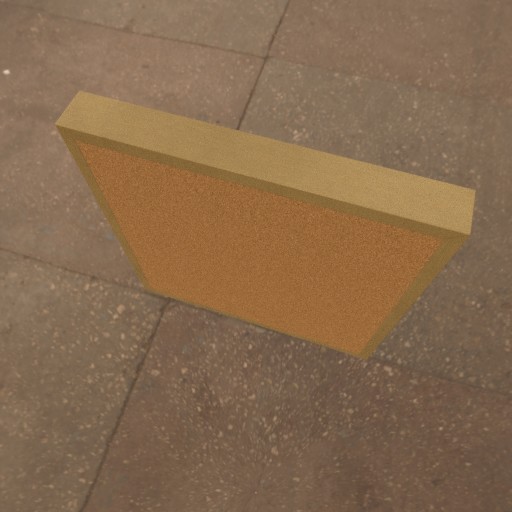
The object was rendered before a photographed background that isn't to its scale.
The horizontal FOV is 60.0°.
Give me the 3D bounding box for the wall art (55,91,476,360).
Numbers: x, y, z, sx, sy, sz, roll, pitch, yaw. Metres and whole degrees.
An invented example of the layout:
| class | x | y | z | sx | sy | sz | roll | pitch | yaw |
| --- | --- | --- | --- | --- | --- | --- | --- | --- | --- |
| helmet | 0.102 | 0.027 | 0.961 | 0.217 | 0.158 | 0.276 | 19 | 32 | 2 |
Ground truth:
| class | x | y | z | sx | sy | sz | roll | pitch | yaw |
| --- | --- | --- | --- | --- | --- | --- | --- | --- | --- |
| wall art | 0.000 | 0.000 | 0.451 | 0.305 | 0.305 | 0.038 | 16 | 63 | 9 |
